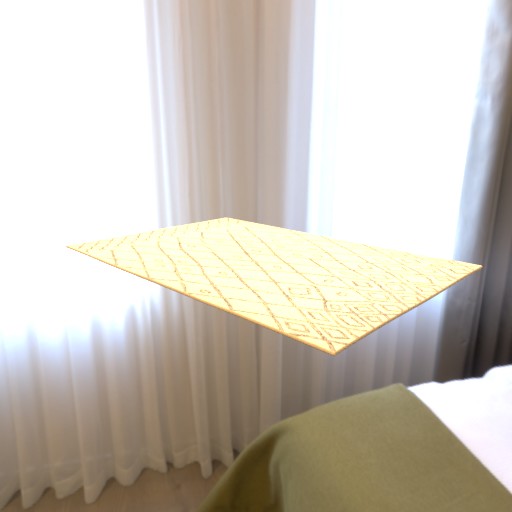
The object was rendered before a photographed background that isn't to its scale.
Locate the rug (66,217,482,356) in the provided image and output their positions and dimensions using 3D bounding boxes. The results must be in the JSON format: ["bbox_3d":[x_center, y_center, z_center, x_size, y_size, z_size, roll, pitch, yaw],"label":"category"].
[{"bbox_3d":[0.000,0.000,2.305,1.828,0.015,1.222,14,21,43],"label":"rug"}]
